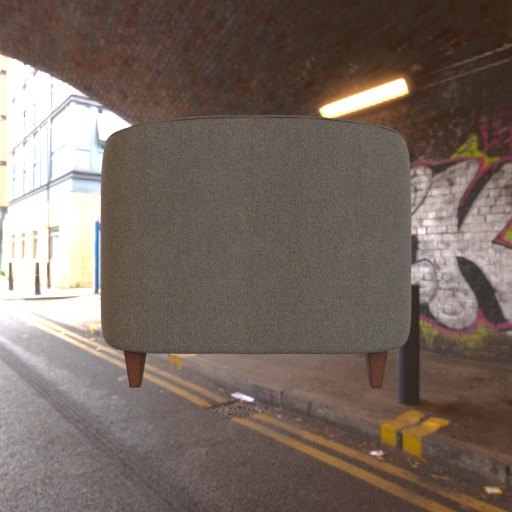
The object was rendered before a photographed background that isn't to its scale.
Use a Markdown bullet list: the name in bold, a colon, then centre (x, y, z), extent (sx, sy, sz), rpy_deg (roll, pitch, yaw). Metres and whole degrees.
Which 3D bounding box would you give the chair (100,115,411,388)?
- **chair**: centre (0.000, 0.000, 1.798), extent (1.094, 0.852, 0.945), rpy_deg (0, 0, 0)
